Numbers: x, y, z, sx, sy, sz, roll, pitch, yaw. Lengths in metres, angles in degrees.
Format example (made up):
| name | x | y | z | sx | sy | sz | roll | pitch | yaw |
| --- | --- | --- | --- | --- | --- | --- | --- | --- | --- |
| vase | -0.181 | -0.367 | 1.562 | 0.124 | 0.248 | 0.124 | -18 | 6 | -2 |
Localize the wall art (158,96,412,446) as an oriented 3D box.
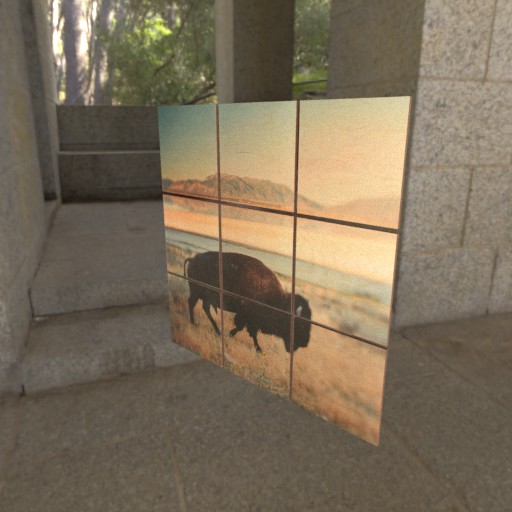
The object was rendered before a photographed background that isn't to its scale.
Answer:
| name | x | y | z | sx | sy | sz | roll | pitch | yaw |
| --- | --- | --- | --- | --- | --- | --- | --- | --- | --- |
| wall art | 0.000 | 0.000 | 1.858 | 1.221 | 1.218 | 0.019 | 15 | 22 | 40 |
